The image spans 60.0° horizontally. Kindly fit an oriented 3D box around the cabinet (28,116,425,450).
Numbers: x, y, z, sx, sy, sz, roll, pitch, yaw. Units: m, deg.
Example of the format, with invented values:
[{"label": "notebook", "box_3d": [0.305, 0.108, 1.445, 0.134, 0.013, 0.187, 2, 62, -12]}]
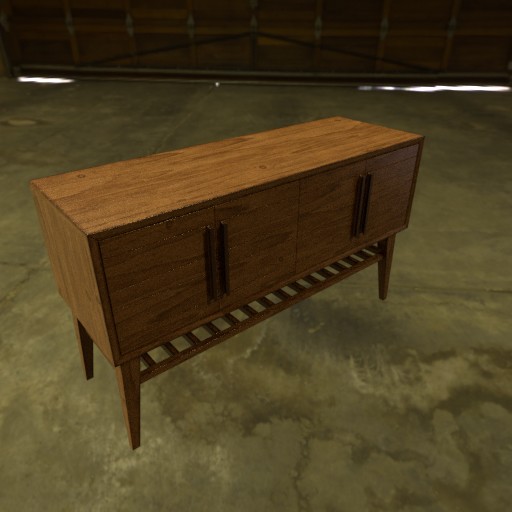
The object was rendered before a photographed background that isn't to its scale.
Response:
[{"label": "cabinet", "box_3d": [0.000, 0.000, 1.734, 1.363, 0.802, 0.477, -22, 36, -33]}]
